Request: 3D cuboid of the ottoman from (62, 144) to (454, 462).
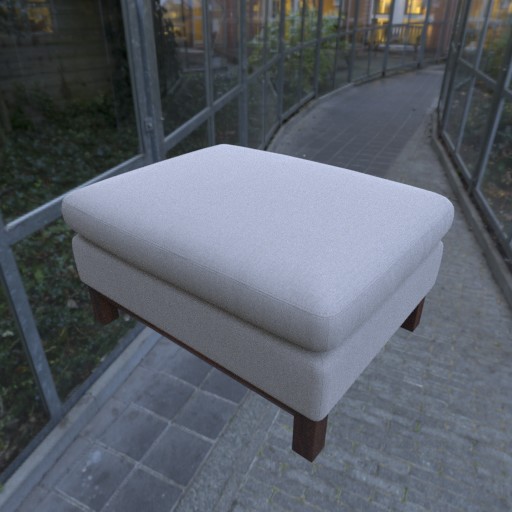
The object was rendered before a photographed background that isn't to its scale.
[{"bbox_3d":[0.000,0.000,1.125,0.771,0.420,0.606,22,36,33],"label":"ottoman"}]
